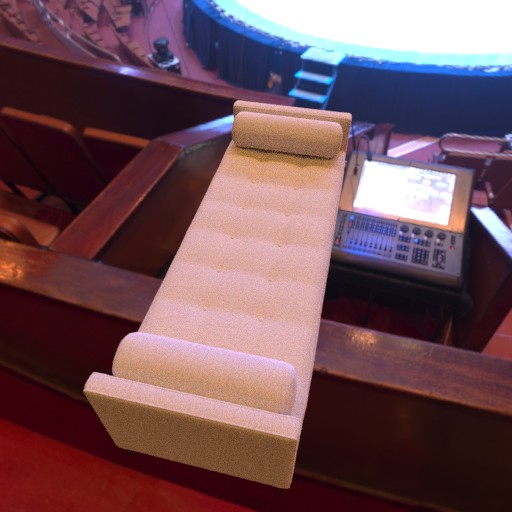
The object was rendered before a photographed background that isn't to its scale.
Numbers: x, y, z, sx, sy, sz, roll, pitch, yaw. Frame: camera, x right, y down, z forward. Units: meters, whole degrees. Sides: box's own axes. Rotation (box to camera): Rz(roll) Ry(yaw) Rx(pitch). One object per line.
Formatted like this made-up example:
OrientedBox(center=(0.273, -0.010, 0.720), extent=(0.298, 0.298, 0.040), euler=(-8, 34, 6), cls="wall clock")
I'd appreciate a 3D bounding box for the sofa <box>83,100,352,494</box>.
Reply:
OrientedBox(center=(0.000, 0.000, 2.266), extent=(0.746, 0.641, 1.985), euler=(10, 48, 9), cls="sofa")
